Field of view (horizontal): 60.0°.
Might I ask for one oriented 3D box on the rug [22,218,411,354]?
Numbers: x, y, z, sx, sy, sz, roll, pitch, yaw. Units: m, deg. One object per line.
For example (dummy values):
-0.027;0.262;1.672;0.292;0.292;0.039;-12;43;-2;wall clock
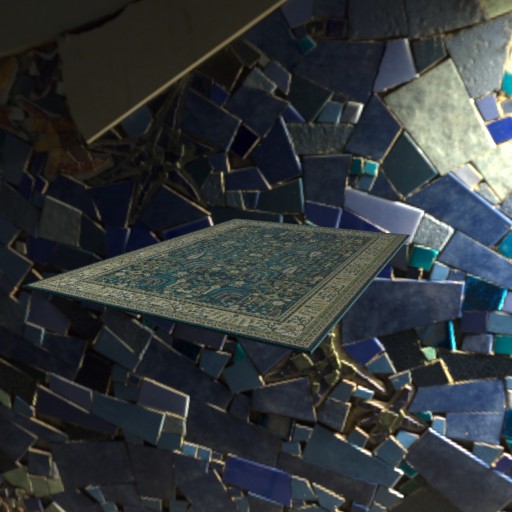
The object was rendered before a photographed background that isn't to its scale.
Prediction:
0.000;0.000;2.897;1.594;0.013;2.213;8;17;26;rug
